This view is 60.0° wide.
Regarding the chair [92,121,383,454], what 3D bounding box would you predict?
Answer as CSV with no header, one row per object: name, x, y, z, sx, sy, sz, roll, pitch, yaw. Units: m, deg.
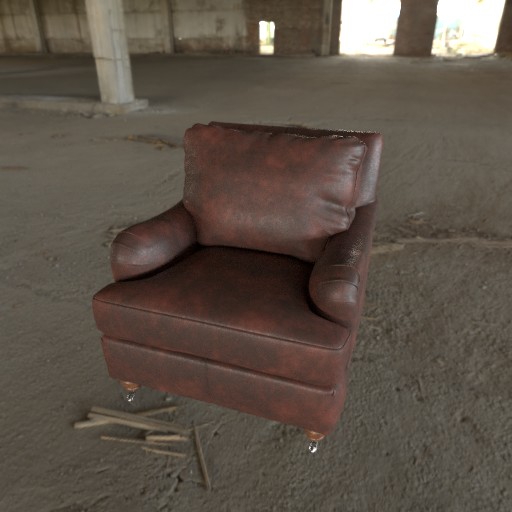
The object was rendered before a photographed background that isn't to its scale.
chair,0.000,0.000,1.983,0.987,1.051,1.156,9,28,17
